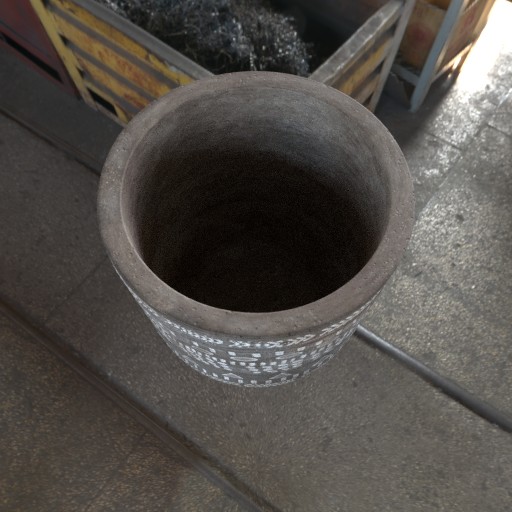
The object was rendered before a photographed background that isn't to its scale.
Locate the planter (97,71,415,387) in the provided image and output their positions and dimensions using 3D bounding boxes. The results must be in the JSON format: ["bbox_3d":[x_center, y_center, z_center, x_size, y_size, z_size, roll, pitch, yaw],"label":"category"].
[{"bbox_3d":[0.000,0.000,0.226,0.122,0.128,0.122,0,64,0],"label":"planter"}]
